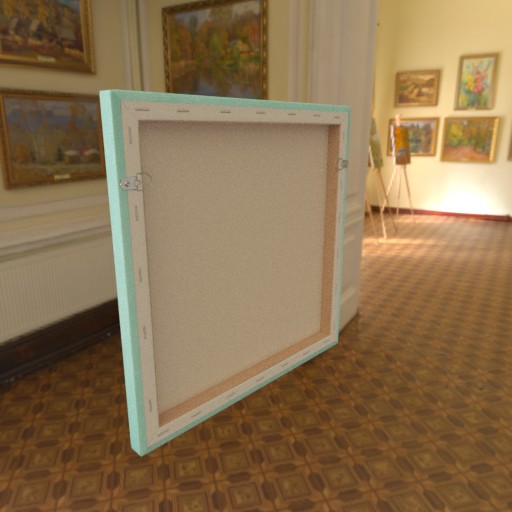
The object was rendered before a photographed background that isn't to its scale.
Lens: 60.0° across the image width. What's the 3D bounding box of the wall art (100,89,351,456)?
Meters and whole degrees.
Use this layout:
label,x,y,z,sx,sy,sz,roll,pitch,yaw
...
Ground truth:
label,x,y,z,sx,sy,sz,roll,pitch,yaw
wall art,0.000,0.000,1.613,0.070,1.073,1.071,15,21,42
